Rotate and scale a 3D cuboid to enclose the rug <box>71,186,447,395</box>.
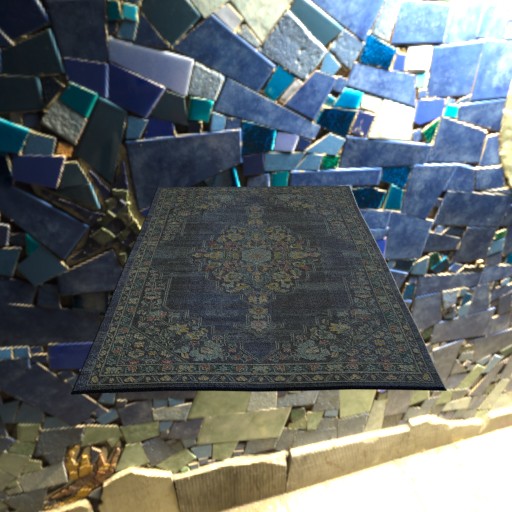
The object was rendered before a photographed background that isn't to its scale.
[{"bbox_3d":[0.000,0.000,4.695,2.716,0.035,3.612,0,33,-1],"label":"rug"}]
